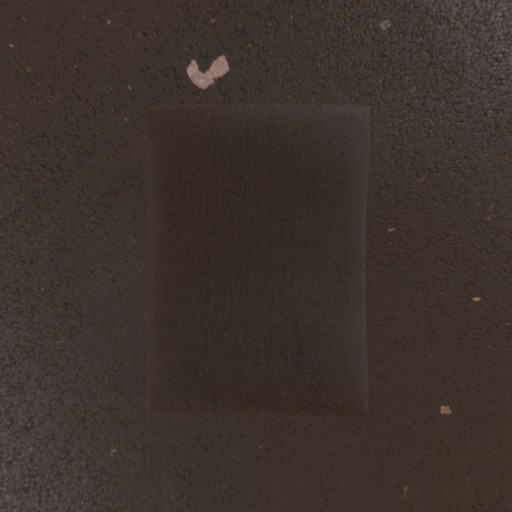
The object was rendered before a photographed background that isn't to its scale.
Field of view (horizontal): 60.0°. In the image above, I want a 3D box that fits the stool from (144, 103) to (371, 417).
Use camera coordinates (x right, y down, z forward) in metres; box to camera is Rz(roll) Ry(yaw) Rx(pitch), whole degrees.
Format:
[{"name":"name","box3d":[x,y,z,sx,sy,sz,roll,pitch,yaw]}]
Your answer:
[{"name":"stool","box3d":[0.000,0.000,0.863,0.320,0.612,0.439,0,92,0]}]
